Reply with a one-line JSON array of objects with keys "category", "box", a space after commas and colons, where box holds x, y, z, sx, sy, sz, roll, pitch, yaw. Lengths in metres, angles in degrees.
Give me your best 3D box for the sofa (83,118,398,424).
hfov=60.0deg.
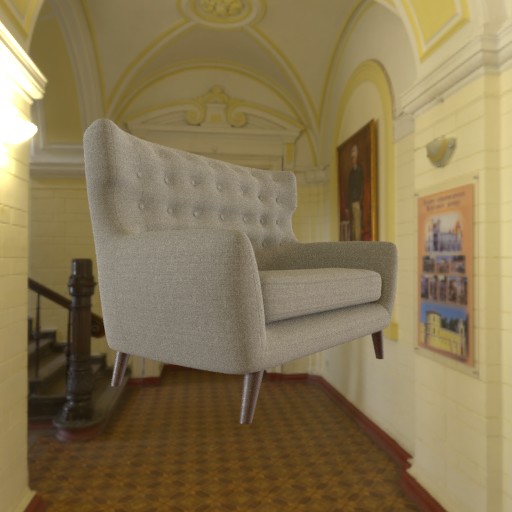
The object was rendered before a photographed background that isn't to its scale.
[{"category": "sofa", "box": [0.000, 0.000, 2.026, 0.884, 1.028, 1.386, 0, 0, 37]}]
